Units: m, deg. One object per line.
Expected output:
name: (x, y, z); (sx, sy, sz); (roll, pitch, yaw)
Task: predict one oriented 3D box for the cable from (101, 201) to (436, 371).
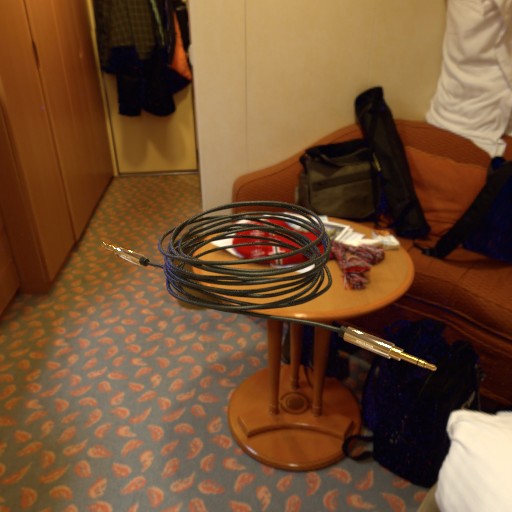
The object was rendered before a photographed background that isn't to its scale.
cable: (0.000, 0.000, 0.502); (0.432, 0.069, 0.198); (19, 32, 32)
